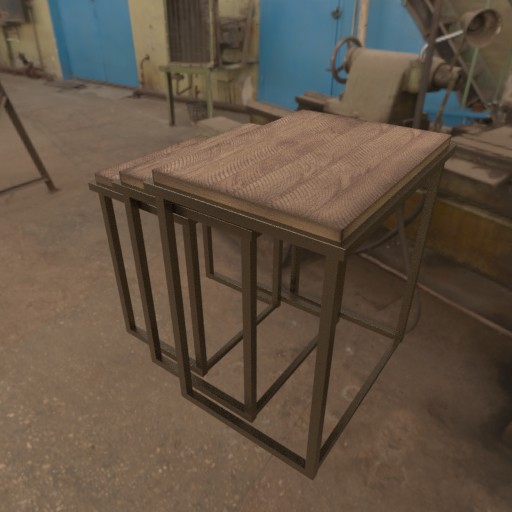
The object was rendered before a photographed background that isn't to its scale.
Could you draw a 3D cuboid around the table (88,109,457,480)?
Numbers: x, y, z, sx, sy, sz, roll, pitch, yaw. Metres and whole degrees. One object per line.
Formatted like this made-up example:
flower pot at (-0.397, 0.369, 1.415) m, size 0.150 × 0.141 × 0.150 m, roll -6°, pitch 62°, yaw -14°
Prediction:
table at (0.000, 0.000, 1.125) m, size 0.706 × 0.610 × 0.559 m, roll 21°, pitch 38°, yaw 30°
